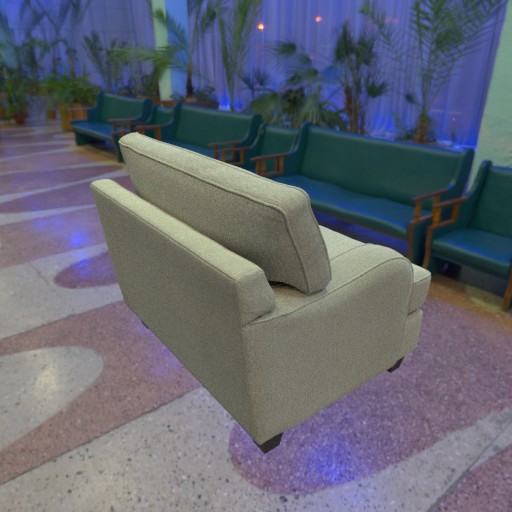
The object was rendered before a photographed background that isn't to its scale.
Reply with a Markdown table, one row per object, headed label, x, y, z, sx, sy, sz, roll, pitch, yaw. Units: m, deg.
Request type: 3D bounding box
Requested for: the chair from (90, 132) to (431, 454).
| label | x | y | z | sx | sy | sz | roll | pitch | yaw |
| --- | --- | --- | --- | --- | --- | --- | --- | --- | --- |
| chair | 0.000 | 0.000 | 2.032 | 1.041 | 1.016 | 1.220 | -18 | 31 | -33 |
